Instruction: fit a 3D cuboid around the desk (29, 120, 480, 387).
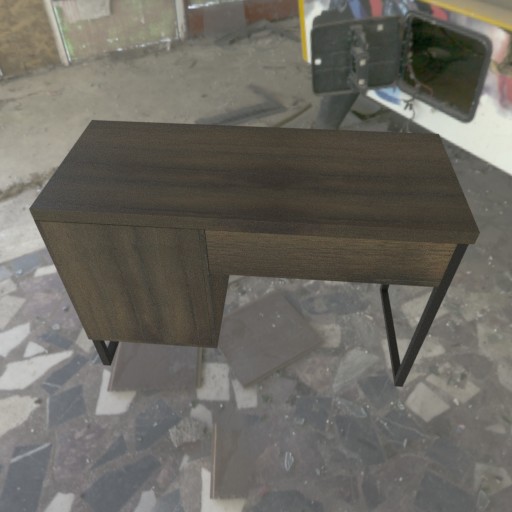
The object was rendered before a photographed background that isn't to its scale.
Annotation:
[{"bbox_3d":[0.000,0.000,1.553,1.134,0.752,0.511,3,45,3],"label":"desk"}]
